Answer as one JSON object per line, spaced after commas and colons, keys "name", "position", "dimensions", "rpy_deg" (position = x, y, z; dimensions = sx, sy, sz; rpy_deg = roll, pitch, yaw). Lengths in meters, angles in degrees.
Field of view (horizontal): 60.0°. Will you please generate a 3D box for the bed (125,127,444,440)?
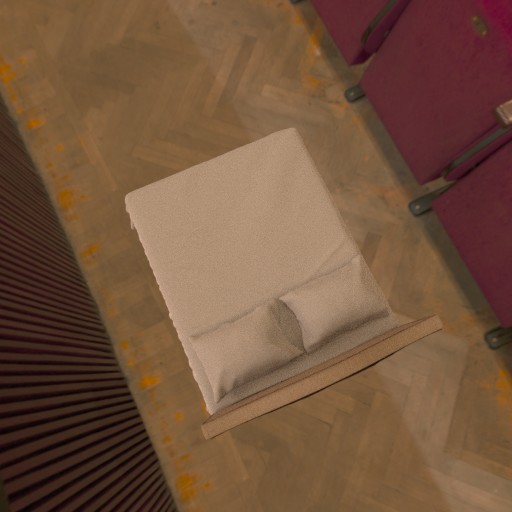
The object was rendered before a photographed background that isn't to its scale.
{"name": "bed", "position": [0.000, 0.000, 3.466], "dimensions": [1.876, 1.645, 2.221], "rpy_deg": [-23, 77, -6]}
